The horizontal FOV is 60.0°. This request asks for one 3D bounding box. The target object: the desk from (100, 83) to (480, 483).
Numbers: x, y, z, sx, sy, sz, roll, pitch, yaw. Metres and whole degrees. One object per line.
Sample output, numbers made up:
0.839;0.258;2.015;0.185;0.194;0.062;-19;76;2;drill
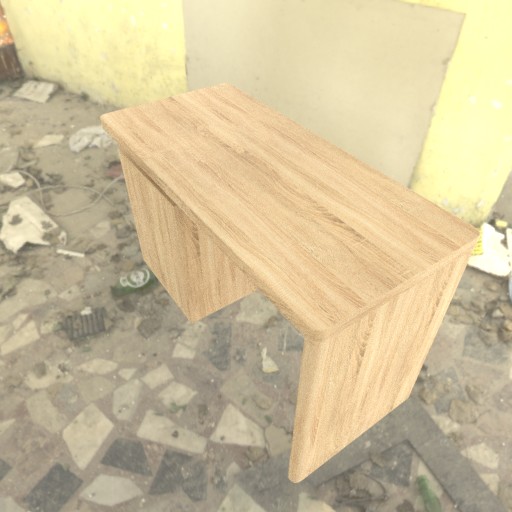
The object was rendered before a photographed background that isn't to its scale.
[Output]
0.000;0.000;1.603;0.550;0.760;1.200;-25;48;-25;desk
